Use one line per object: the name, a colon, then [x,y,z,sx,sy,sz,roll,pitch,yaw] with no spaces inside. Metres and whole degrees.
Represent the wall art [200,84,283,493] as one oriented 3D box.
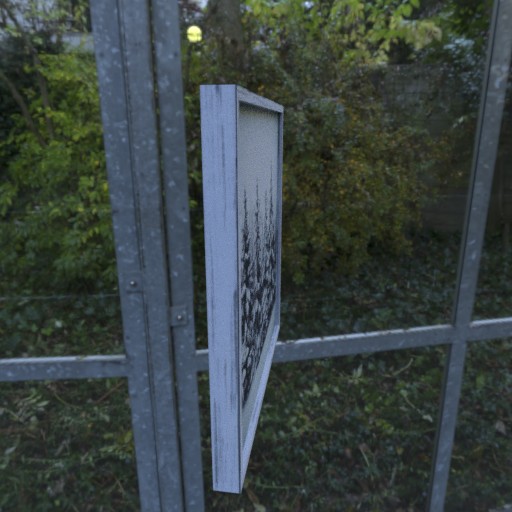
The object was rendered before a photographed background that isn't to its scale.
wall art: [0.000,0.000,0.756,0.038,0.506,0.506,2,17,8]
